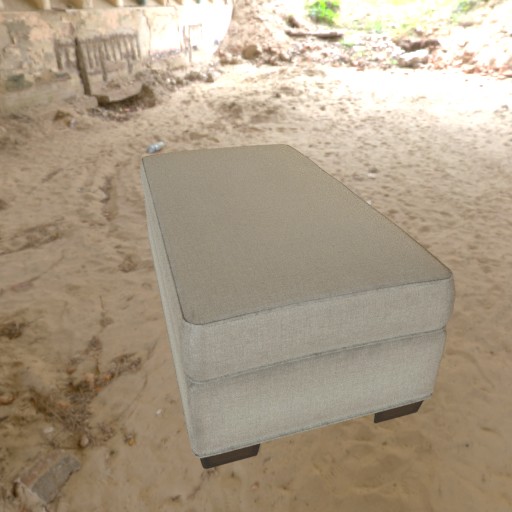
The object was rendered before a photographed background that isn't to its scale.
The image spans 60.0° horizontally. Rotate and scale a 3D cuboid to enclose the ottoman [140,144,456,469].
[{"bbox_3d":[0.000,0.000,1.412,0.617,0.461,1.097,-9,31,-15],"label":"ottoman"}]
